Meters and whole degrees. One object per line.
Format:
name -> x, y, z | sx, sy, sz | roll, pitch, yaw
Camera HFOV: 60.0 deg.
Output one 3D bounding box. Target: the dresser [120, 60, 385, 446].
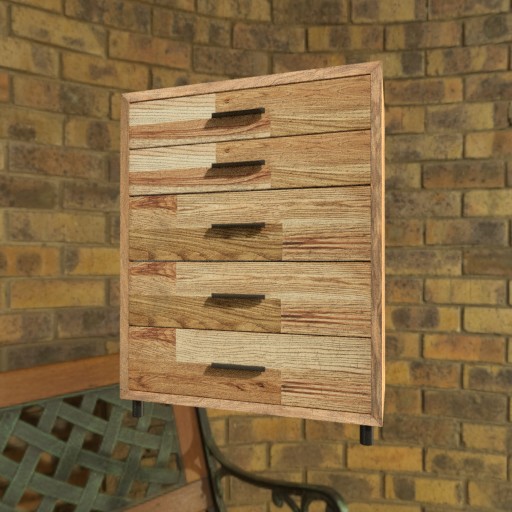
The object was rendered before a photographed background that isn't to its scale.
dresser -> 0.000, 0.000, 1.745 | 0.966, 1.243, 0.480 | 0, 0, 17
